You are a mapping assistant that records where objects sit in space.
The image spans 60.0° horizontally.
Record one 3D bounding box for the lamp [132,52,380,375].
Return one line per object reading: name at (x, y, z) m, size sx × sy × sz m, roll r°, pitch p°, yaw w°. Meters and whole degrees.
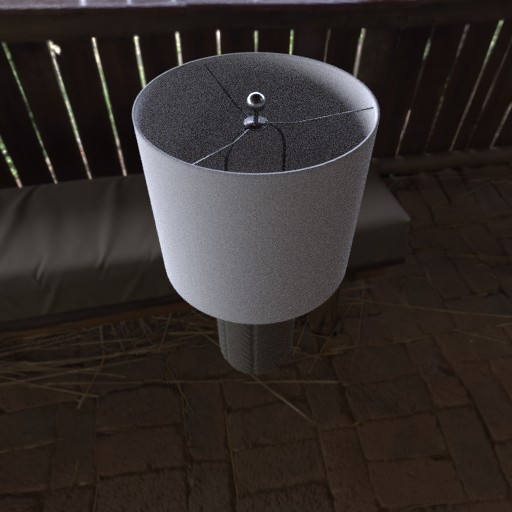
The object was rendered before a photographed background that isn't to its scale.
lamp at (0.000, 0.000, 0.506) m, size 0.203 × 0.389 × 0.203 m, roll -23°, pitch 51°, yaw -20°
